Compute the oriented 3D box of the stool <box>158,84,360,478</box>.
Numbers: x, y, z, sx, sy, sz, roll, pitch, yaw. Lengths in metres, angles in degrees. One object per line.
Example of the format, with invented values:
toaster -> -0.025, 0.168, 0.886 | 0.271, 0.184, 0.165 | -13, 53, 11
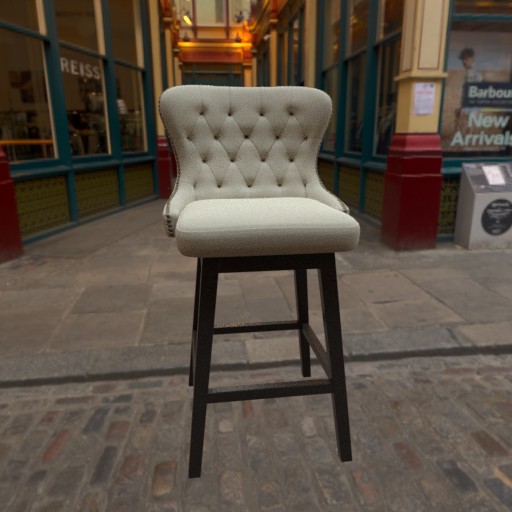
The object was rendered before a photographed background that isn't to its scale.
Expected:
stool -> 0.000, 0.000, 1.283 | 0.528, 0.971, 0.593 | -2, 16, -8
